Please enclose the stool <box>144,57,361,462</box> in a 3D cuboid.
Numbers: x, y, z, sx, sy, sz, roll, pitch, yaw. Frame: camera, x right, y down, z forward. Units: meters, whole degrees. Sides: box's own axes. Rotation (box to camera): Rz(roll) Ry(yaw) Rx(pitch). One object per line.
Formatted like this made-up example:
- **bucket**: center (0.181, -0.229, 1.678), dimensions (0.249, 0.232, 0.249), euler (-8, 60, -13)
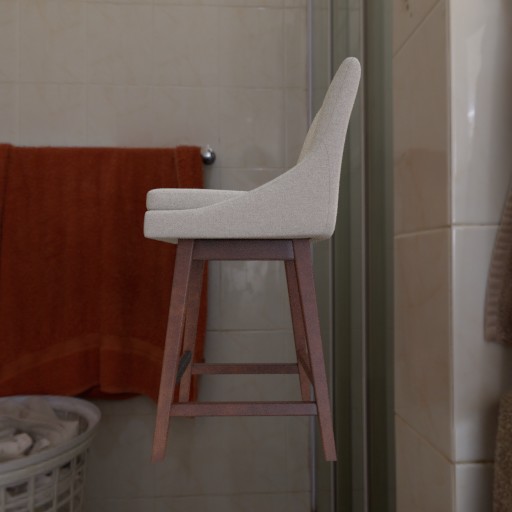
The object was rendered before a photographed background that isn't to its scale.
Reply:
- **stool**: center (0.000, 0.000, 1.302), dimensions (0.559, 0.991, 0.469), euler (0, 0, -1)
